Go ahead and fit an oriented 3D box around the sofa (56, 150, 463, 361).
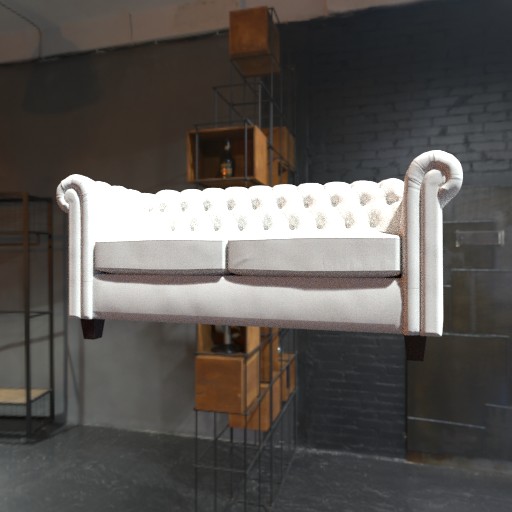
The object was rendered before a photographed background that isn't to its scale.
[{"bbox_3d":[0.000,0.000,2.212,1.798,0.796,0.771,0,0,17],"label":"sofa"}]
